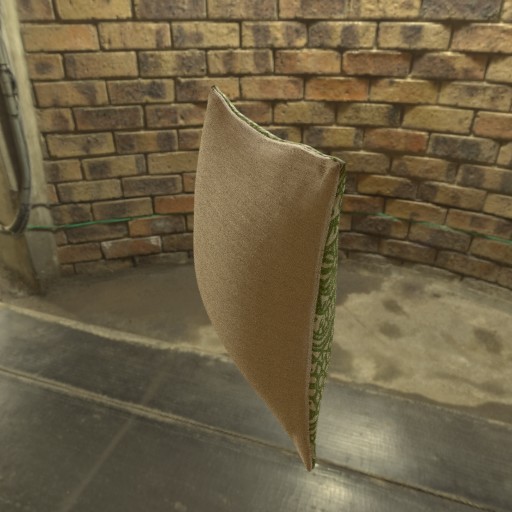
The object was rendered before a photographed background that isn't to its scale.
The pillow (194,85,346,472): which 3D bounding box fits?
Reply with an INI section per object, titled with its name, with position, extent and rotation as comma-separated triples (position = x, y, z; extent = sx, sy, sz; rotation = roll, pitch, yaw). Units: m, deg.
[pillow]
position = 0.000, 0.000, 0.658
extent = 0.162, 0.419, 0.440
rotation = -10, 31, -17
